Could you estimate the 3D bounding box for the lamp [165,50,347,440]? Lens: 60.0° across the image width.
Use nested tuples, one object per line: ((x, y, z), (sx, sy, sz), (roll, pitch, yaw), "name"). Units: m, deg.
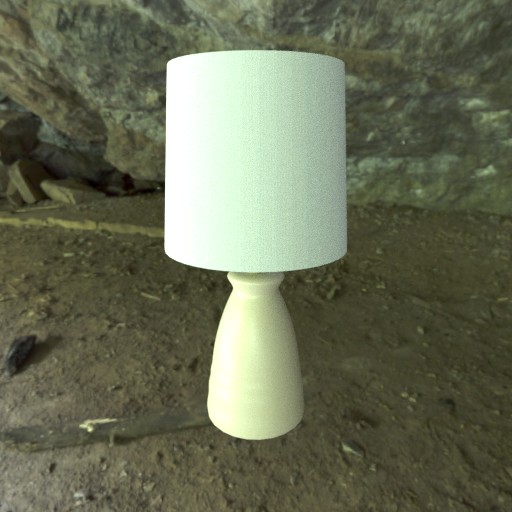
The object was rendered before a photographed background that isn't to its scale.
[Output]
((0.000, 0.000, 0.465), (0.186, 0.369, 0.186), (0, 15, 0), "lamp")
